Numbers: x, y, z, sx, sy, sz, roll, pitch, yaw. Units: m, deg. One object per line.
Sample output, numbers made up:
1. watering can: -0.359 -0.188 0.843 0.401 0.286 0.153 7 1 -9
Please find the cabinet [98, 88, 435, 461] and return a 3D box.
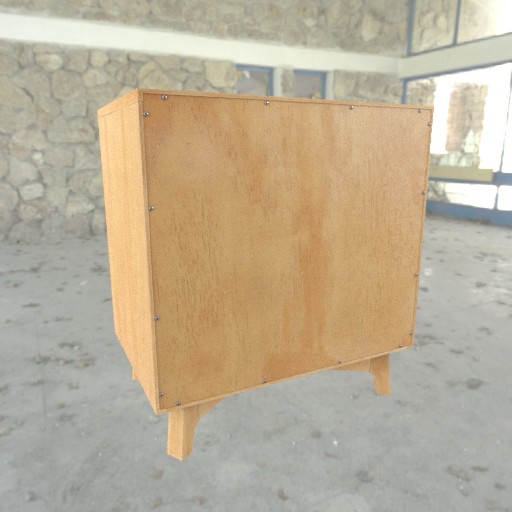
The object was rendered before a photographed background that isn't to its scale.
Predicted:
1. cabinet: 0.000 0.000 0.947 0.551 0.599 0.394 -7 15 -26
